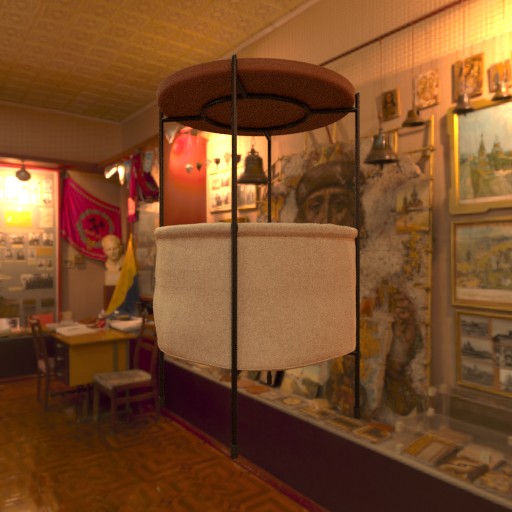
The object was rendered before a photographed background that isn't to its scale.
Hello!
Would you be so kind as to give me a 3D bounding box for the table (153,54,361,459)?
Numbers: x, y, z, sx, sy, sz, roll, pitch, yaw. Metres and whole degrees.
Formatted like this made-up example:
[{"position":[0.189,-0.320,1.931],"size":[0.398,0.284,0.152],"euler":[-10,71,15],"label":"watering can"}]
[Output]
[{"position":[0.000,0.000,0.882],"size":[0.393,0.623,0.393],"euler":[0,0,-35],"label":"table"}]
